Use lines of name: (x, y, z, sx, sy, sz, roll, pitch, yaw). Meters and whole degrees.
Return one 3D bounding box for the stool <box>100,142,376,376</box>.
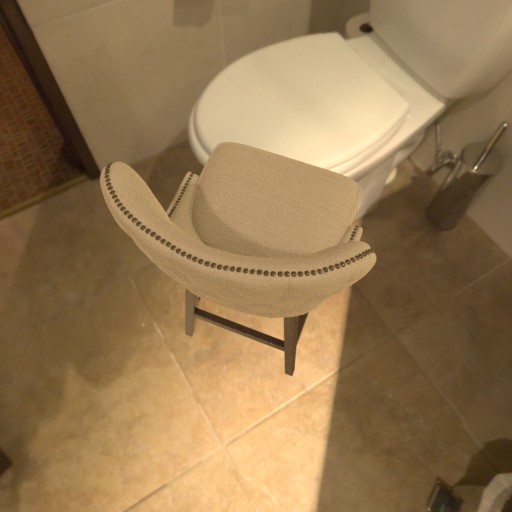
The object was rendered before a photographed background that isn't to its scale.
stool: (0.000, 0.000, 1.367, 0.615, 0.972, 0.597, 19, 64, 10)
